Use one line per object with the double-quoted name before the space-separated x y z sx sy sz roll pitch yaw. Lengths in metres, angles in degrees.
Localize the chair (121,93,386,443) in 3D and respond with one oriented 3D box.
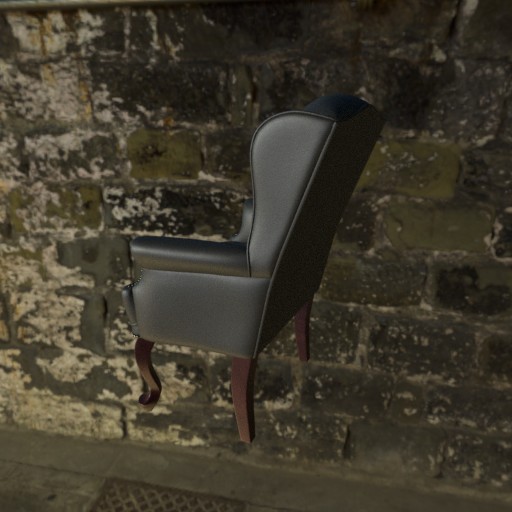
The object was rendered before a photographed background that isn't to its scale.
"chair" 0.000 0.000 1.634 0.762 1.111 0.838 8 19 24
